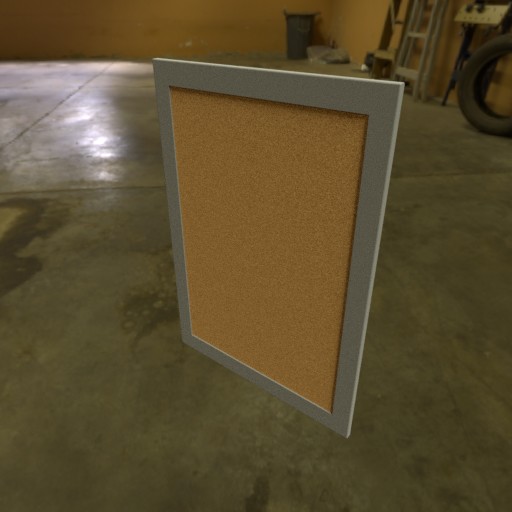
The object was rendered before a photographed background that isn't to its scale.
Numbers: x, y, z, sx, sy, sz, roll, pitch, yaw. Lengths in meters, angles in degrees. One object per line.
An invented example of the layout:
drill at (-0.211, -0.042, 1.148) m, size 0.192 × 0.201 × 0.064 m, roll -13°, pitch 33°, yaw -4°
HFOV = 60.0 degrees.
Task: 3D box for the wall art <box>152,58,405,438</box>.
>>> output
wall art at (0.000, 0.000, 0.674) m, size 0.374 × 0.529 × 0.012 m, roll 21°, pitch 36°, yaw 32°
